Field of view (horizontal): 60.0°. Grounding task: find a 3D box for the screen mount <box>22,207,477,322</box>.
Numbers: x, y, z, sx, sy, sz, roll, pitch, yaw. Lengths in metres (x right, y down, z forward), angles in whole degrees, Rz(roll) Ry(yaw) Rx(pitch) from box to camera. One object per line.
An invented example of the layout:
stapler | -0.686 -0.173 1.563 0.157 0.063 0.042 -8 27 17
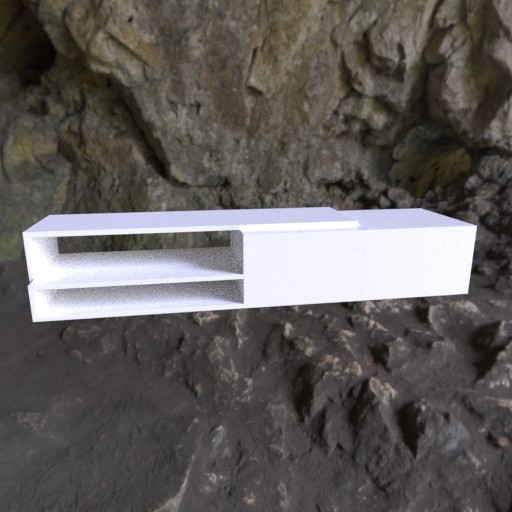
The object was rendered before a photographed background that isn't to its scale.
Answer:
screen mount | 0.000 0.000 1.832 1.680 0.320 0.420 -3 16 -9
